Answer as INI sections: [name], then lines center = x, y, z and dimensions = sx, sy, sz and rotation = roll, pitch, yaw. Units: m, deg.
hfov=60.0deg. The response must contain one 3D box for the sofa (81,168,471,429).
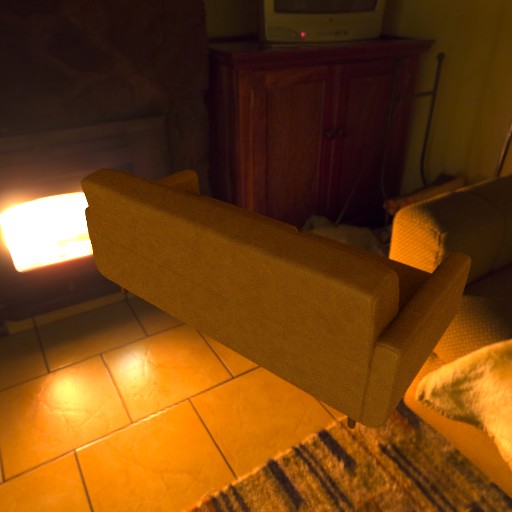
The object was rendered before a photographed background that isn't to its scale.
[sofa]
center = 0.000, 0.000, 2.638
dimensions = 2.137, 0.892, 0.980
rotation = 22, 37, 32
